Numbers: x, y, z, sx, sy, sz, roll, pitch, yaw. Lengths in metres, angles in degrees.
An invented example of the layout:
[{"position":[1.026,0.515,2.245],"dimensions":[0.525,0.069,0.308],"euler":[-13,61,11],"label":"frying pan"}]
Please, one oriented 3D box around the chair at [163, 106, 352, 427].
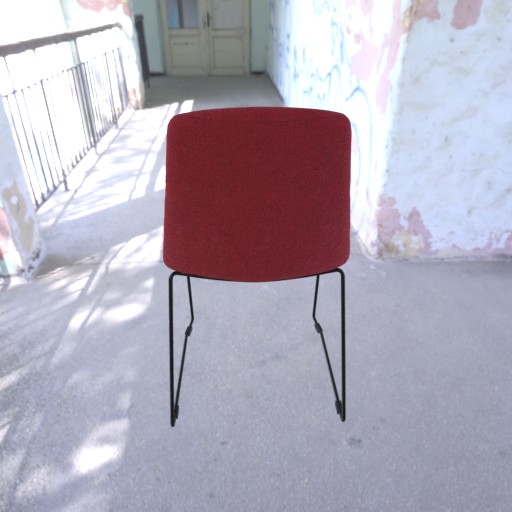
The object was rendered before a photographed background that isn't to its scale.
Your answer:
[{"position":[0.000,0.000,1.153],"dimensions":[0.479,0.858,0.518],"euler":[-1,31,-2],"label":"chair"}]
